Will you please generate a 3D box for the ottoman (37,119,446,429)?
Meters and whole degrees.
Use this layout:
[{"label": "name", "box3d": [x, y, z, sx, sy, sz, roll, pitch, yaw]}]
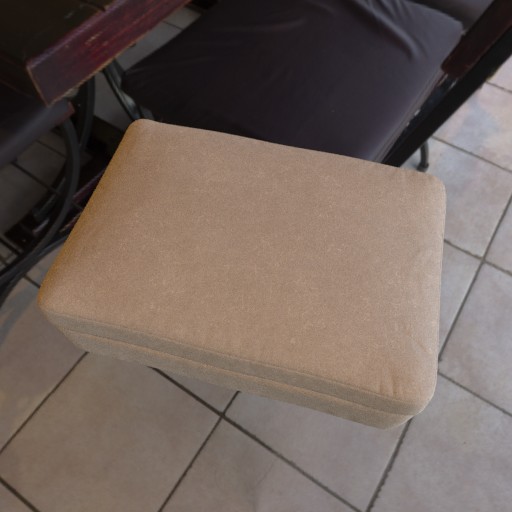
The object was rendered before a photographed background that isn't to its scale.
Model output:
[{"label": "ottoman", "box3d": [0.000, 0.000, 1.540, 1.199, 0.429, 0.840, 13, 61, 7]}]
